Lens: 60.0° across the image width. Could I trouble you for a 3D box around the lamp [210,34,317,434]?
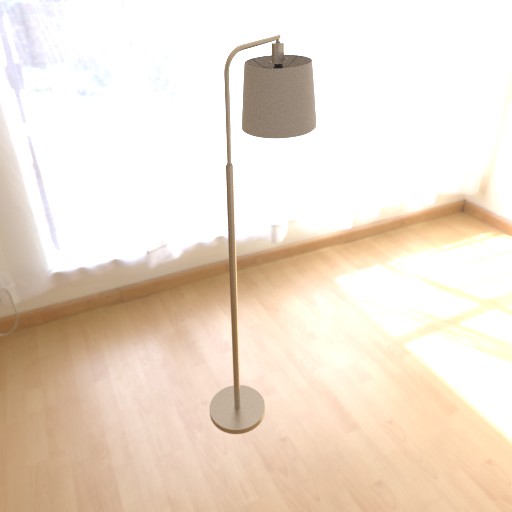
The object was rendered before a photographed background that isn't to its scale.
[{"bbox_3d":[0.000,0.000,1.664,0.254,1.478,0.508,23,38,32],"label":"lamp"}]
